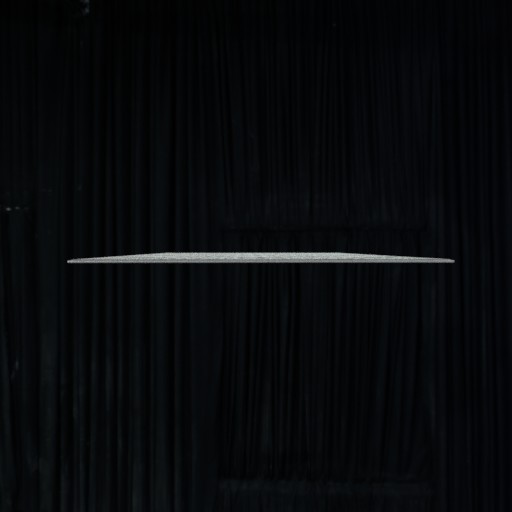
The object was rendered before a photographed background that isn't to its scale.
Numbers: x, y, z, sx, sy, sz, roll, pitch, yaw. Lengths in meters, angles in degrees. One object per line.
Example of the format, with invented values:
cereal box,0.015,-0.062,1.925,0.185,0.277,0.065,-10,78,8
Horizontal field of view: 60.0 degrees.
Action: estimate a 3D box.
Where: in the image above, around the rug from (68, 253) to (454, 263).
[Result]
rug,0.000,0.000,2.939,1.608,0.014,2.213,0,1,-1
